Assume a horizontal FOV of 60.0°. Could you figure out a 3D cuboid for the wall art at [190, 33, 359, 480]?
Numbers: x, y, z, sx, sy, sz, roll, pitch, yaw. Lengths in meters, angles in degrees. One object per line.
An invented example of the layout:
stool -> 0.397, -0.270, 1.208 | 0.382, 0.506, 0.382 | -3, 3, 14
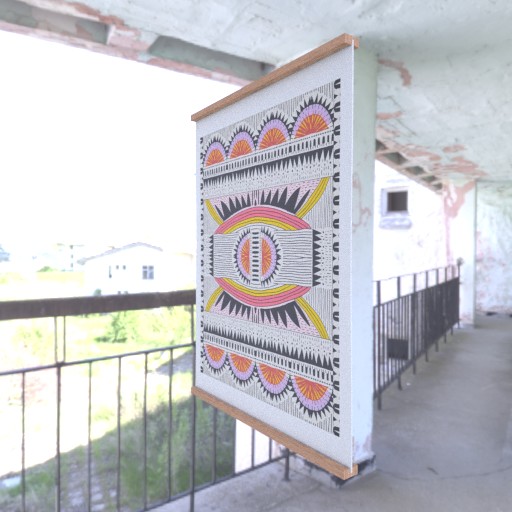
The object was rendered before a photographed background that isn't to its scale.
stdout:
wall art -> 0.000, 0.000, 0.796 | 0.028, 0.609, 0.456 | -1, 1, -36
